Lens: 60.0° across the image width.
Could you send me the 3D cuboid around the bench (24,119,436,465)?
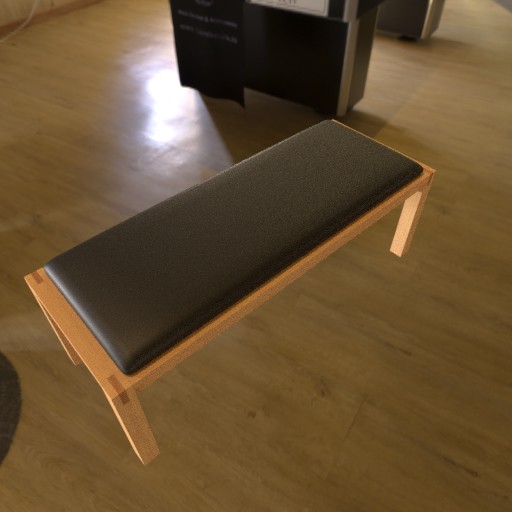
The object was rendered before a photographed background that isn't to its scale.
[{"bbox_3d":[0.000,0.000,1.422,1.202,0.430,0.450,-33,54,-28],"label":"bench"}]
